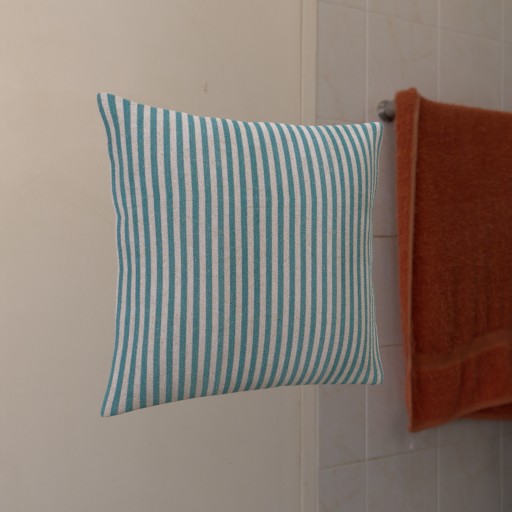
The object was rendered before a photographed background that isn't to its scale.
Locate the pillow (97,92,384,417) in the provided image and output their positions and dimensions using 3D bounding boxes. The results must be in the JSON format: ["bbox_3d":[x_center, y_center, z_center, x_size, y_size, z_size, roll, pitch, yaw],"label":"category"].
[{"bbox_3d":[0.000,0.000,0.778,0.523,0.510,0.166,0,1,-18],"label":"pillow"}]
